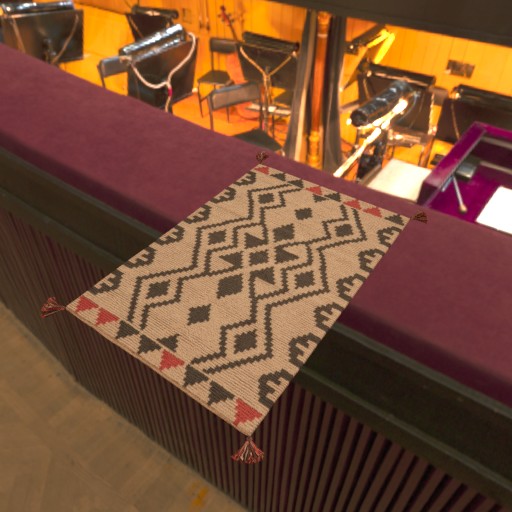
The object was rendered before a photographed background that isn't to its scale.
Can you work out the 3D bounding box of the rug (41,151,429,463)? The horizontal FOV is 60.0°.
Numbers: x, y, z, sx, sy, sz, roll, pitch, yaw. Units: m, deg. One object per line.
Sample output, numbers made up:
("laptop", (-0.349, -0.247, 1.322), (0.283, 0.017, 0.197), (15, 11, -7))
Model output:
("rug", (0.000, 0.000, 2.650), (1.444, 0.067, 2.069), (25, 48, 25))
